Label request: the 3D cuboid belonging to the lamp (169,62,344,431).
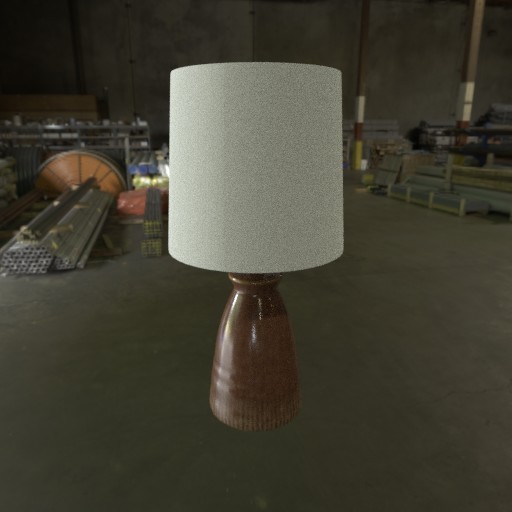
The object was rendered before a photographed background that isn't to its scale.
[{"bbox_3d":[0.000,0.000,0.484,0.186,0.369,0.186,0,16,0],"label":"lamp"}]
